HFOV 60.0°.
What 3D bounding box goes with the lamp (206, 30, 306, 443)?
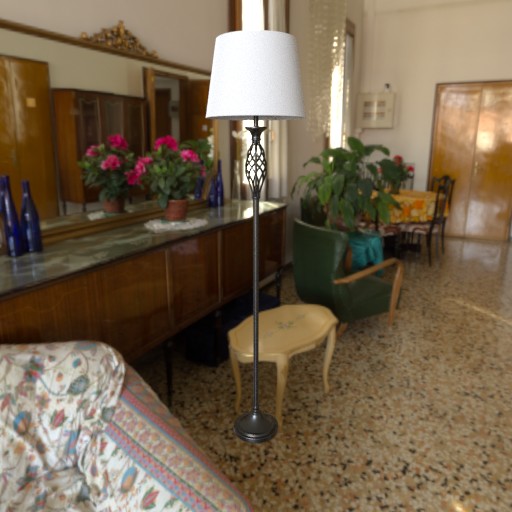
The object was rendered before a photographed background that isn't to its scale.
[{"bbox_3d":[0.000,0.000,1.813,0.379,1.623,0.379,0,14,0],"label":"lamp"}]
